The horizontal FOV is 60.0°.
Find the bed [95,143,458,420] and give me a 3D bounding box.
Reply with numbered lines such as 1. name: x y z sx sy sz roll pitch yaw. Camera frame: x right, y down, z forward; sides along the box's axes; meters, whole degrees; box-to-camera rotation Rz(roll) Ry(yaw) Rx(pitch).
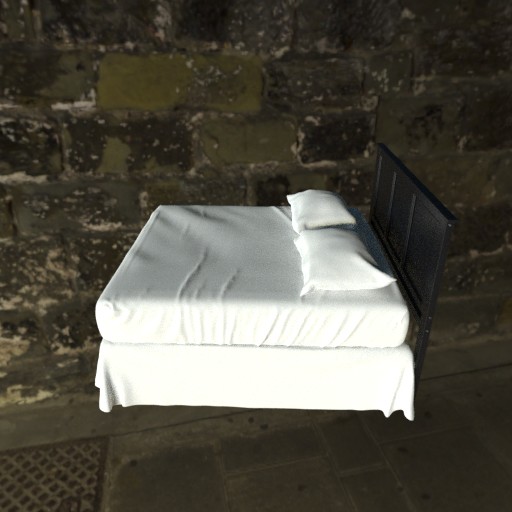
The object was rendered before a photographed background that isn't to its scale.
1. bed: 0.000 0.000 3.210 2.050 1.270 1.870 1 27 2
